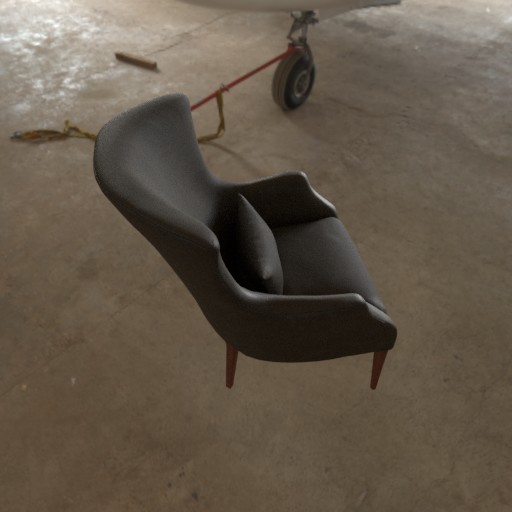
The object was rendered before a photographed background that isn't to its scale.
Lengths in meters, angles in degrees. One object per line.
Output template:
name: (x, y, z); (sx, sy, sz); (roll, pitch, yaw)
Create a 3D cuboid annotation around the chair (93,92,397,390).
chair: (0.000, 0.000, 1.716); (0.954, 1.068, 0.819); (-8, 47, -8)
